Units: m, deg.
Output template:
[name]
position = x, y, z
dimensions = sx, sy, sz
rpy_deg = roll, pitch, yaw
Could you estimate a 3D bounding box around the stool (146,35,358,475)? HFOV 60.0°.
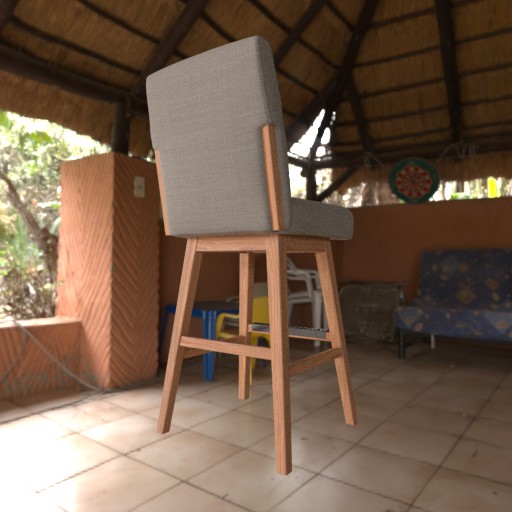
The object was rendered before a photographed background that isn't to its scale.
[stool]
position = 0.000, 0.000, 1.422
dimensions = 0.483, 1.112, 0.570
rpy_deg = 0, -1, 36
